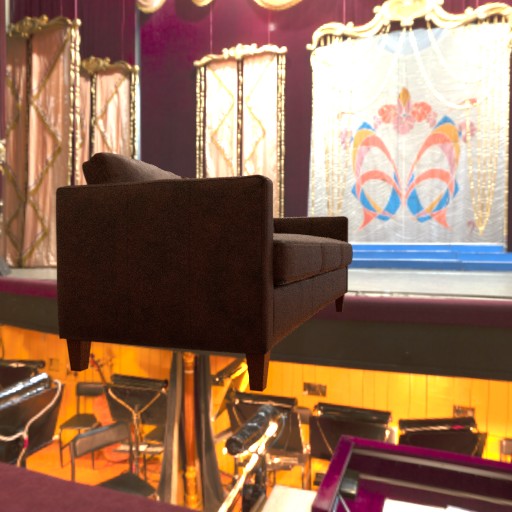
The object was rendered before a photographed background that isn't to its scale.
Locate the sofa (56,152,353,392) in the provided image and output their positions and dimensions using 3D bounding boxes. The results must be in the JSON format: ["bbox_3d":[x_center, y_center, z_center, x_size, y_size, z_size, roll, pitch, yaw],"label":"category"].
[{"bbox_3d":[0.000,0.000,2.928,1.045,1.006,2.464,0,1,19],"label":"sofa"}]
